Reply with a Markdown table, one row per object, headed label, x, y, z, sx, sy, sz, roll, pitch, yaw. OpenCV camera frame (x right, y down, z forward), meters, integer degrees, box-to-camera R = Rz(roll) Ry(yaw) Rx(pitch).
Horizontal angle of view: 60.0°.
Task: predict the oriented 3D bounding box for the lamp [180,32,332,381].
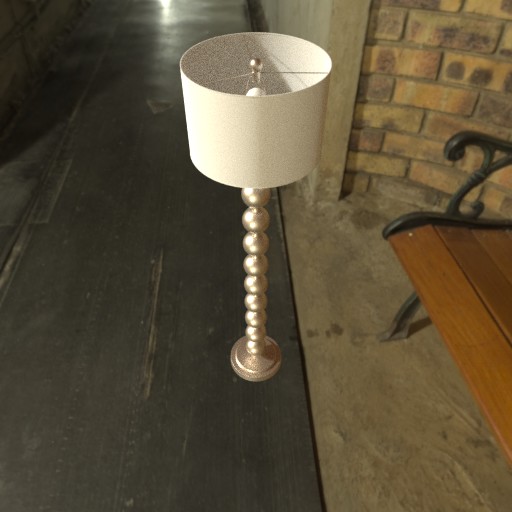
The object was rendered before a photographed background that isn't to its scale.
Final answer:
| label | x | y | z | sx | sy | sz | roll | pitch | yaw |
| --- | --- | --- | --- | --- | --- | --- | --- | --- | --- |
| lamp | 0.000 | 0.000 | 1.674 | 0.394 | 1.474 | 0.394 | -32 | 54 | -27 |
